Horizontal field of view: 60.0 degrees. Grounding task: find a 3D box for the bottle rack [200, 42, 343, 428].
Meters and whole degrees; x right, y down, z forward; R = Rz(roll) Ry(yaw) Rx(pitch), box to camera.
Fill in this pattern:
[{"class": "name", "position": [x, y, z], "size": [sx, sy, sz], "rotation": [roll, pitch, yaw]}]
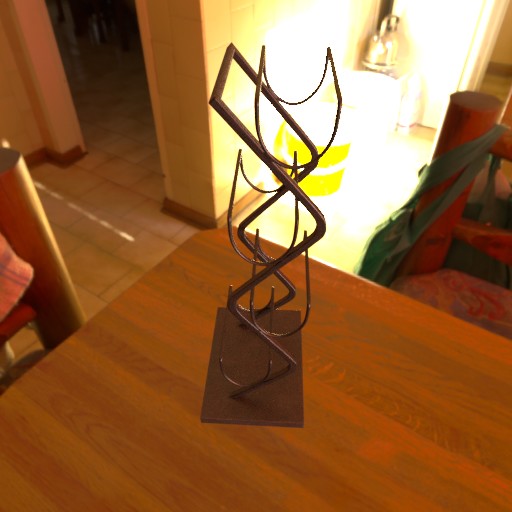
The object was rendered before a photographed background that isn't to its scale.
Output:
[{"class": "bottle rack", "position": [0.000, 0.000, 0.674], "size": [0.178, 0.559, 0.254], "rotation": [2, 42, 2]}]
